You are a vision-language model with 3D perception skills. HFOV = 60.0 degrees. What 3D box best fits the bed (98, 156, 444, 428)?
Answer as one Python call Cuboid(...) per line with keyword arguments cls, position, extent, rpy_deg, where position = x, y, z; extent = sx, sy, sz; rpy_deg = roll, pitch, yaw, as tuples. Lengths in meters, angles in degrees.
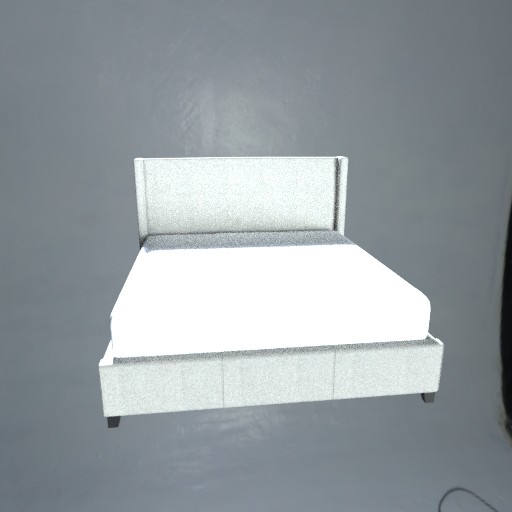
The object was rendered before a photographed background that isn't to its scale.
Cuboid(cls="bed", position=(0.000, 0.000, 3.678), extent=(2.140, 1.470, 2.280), rpy_deg=(-2, 16, -7))
